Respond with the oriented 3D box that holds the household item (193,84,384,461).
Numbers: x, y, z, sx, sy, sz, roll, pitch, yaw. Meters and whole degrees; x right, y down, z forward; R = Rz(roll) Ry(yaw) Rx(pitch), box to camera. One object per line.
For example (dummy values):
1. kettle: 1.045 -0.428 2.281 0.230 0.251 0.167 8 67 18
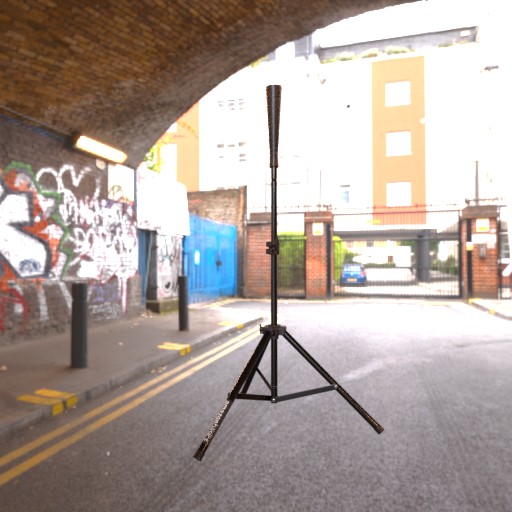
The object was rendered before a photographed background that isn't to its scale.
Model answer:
1. household item: 0.000 0.000 1.402 0.559 1.067 0.559 1 -2 -35
